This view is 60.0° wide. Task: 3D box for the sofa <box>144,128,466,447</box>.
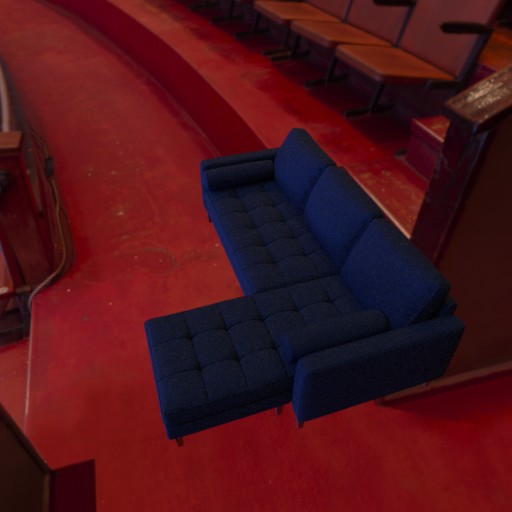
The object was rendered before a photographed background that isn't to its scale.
[{"bbox_3d":[0.000,0.000,2.993,1.613,0.841,2.185,-13,43,-14],"label":"sofa"}]
